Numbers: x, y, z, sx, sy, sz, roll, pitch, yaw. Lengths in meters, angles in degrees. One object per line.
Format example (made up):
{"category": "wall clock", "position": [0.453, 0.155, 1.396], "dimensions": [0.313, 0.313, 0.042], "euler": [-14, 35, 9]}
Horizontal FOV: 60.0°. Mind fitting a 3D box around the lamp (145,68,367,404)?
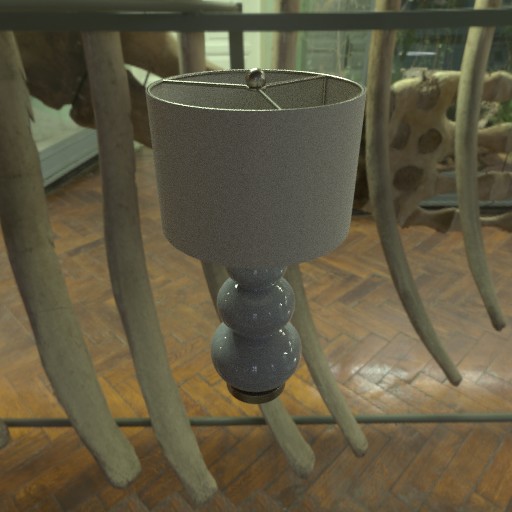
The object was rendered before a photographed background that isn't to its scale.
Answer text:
{"category": "lamp", "position": [0.000, 0.000, 0.926], "dimensions": [0.367, 0.730, 0.367], "euler": [0, 31, 0]}
